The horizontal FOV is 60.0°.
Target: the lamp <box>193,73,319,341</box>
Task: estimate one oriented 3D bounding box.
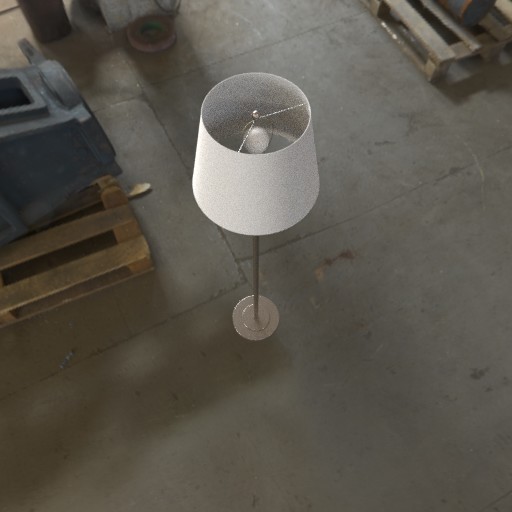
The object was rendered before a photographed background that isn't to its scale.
[{"bbox_3d":[0.000,0.000,1.670,0.355,1.473,0.355,0,63,0],"label":"lamp"}]
